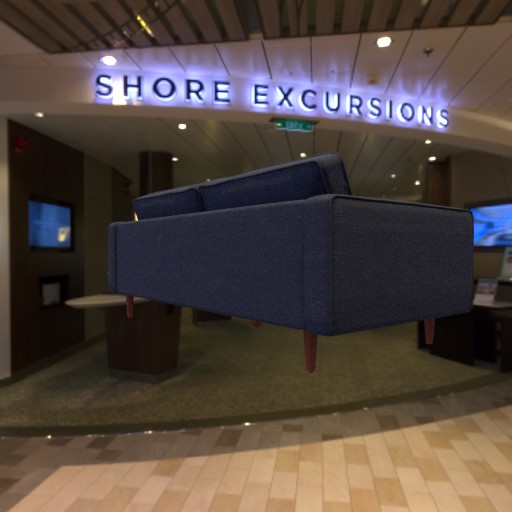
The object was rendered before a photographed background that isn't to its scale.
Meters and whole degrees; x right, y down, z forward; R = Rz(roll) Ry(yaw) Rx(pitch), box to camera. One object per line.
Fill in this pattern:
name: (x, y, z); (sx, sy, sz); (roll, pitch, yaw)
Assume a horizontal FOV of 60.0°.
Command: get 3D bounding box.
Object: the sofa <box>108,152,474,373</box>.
sofa: (0.000, 0.000, 2.328); (0.914, 0.762, 1.880); (-1, 1, -38)
